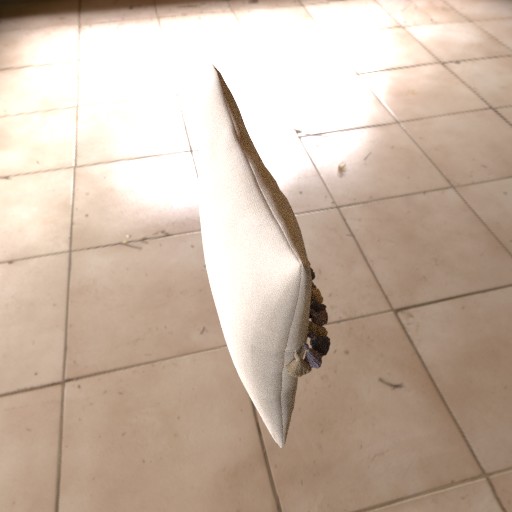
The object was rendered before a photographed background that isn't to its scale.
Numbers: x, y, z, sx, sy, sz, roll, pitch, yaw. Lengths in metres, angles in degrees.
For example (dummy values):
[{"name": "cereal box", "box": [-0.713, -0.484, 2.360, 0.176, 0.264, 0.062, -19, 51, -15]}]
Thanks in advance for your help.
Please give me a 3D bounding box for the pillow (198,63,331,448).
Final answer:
[{"name": "pillow", "box": [0.000, 0.000, 0.762, 0.165, 0.481, 0.489, -11, 49, -10]}]
